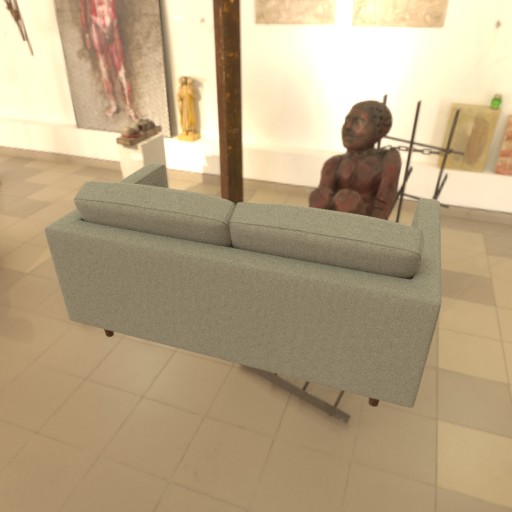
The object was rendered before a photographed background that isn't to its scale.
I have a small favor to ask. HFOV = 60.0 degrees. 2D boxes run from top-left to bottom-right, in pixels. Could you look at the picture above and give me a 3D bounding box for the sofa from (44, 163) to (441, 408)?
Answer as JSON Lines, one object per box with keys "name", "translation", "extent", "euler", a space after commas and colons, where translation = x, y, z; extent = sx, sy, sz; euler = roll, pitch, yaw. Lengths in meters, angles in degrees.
{"name": "sofa", "translation": [0.000, 0.000, 2.334], "extent": [1.731, 0.900, 1.000], "euler": [10, 33, 16]}
